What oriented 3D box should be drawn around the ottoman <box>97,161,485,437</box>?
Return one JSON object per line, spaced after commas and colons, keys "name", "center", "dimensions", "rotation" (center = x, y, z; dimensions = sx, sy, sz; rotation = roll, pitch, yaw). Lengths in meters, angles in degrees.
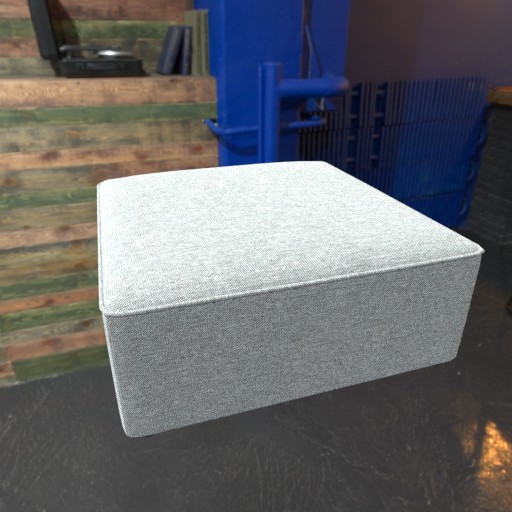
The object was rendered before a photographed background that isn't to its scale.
{"name": "ottoman", "center": [0.000, 0.000, 1.551], "dimensions": [1.005, 0.455, 1.005], "rotation": [-8, 27, -16]}
